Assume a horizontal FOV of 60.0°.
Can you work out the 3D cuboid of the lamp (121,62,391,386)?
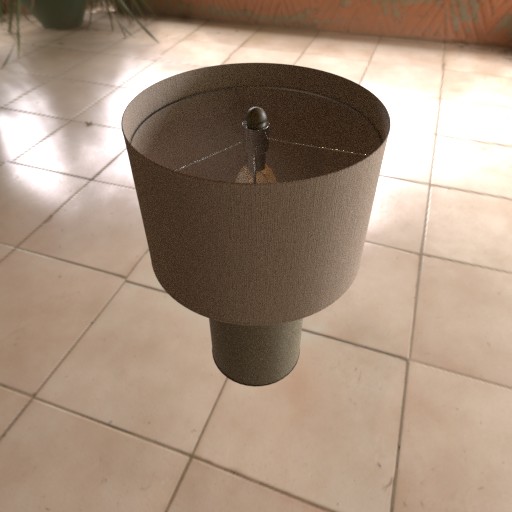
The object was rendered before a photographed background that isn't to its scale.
[{"bbox_3d":[0.000,0.000,0.698,0.318,0.486,0.318,0,43,0],"label":"lamp"}]
